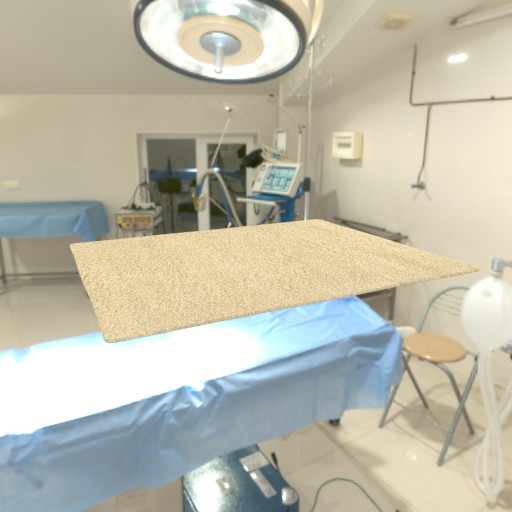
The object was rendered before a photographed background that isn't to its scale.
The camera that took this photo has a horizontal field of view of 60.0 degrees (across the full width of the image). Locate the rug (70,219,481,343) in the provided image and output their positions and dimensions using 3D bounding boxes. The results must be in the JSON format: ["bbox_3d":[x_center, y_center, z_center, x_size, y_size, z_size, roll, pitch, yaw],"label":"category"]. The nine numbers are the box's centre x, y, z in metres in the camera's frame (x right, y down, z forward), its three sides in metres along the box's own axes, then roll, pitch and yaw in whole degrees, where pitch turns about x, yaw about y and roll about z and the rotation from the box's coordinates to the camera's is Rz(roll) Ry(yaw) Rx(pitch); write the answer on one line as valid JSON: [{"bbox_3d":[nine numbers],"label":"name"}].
[{"bbox_3d":[0.000,0.000,4.056,3.001,0.025,2.401,-8,17,-25],"label":"rug"}]
